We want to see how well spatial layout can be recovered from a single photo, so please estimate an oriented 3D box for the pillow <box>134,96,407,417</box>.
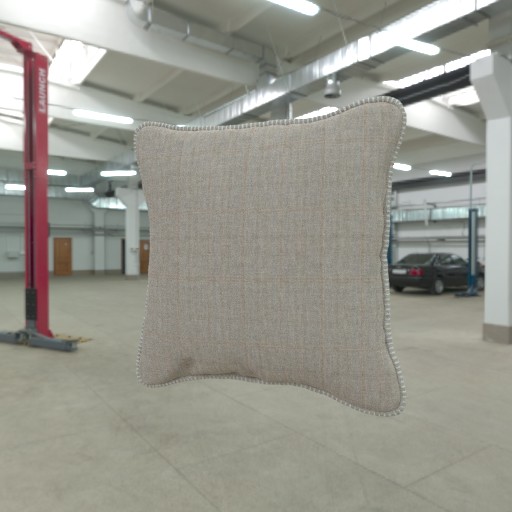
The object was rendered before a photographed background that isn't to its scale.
[{"bbox_3d":[0.000,0.000,0.752,0.485,0.494,0.124,0,1,20],"label":"pillow"}]
